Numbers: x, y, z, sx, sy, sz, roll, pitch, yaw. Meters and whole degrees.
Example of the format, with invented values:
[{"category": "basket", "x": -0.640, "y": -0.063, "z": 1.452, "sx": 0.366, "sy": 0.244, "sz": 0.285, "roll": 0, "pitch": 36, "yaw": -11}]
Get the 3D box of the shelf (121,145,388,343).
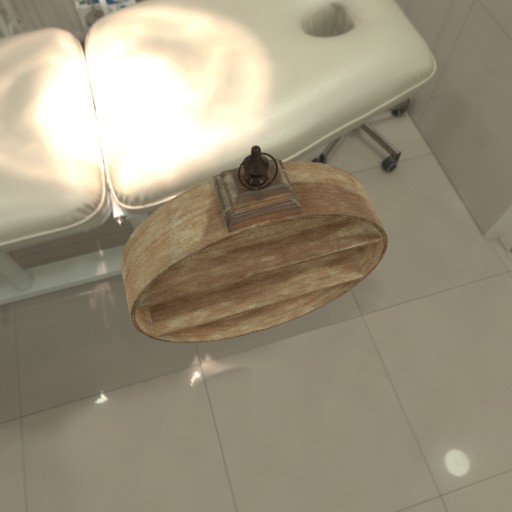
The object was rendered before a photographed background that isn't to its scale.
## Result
[{"category": "shelf", "x": 0.000, "y": 0.000, "z": 0.995, "sx": 0.601, "sy": 0.725, "sz": 0.125, "roll": -15, "pitch": 64, "yaw": -8}]
